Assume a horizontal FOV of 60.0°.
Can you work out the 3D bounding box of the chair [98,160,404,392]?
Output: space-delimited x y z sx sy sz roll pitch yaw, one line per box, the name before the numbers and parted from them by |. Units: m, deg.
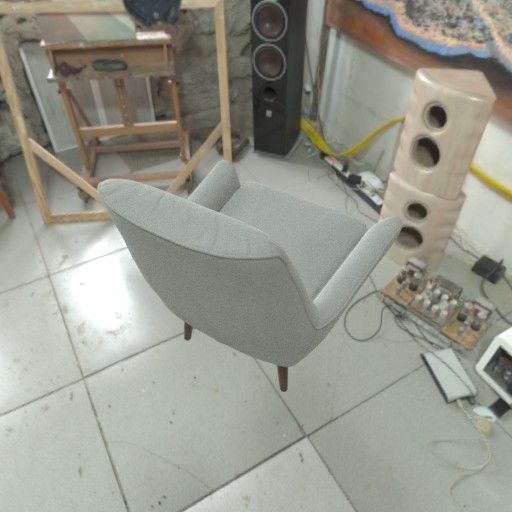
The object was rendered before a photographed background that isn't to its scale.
chair | 0.000 0.000 1.519 0.787 0.888 0.822 23 50 21
